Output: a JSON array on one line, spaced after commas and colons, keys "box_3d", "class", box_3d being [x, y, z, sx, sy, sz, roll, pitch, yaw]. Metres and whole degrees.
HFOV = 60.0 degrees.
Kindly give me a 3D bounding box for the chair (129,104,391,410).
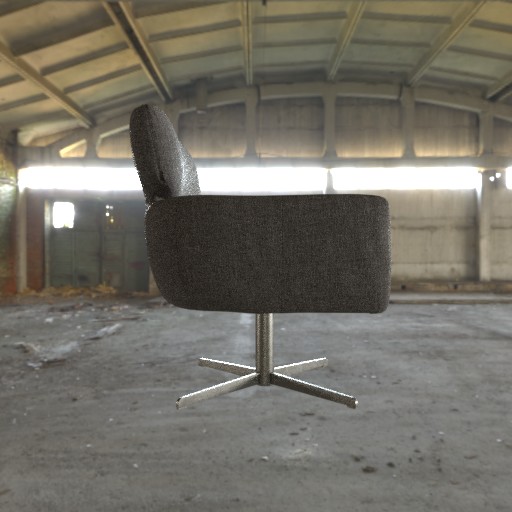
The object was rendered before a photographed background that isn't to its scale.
[{"box_3d": [0.000, 0.000, 1.408, 0.715, 0.812, 0.706, 0, 0, 0], "class": "chair"}]
